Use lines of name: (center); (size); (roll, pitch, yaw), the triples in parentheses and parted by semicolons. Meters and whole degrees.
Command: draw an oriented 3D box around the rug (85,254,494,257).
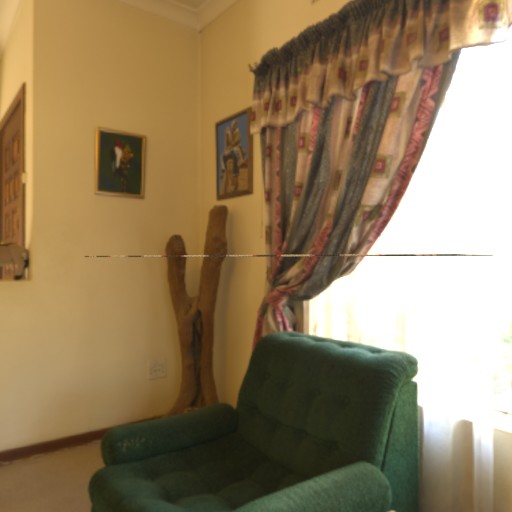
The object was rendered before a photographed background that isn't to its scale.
rug: (0.000, 0.000, 2.668); (2.440, 0.009, 0.760); (0, 0, 37)
